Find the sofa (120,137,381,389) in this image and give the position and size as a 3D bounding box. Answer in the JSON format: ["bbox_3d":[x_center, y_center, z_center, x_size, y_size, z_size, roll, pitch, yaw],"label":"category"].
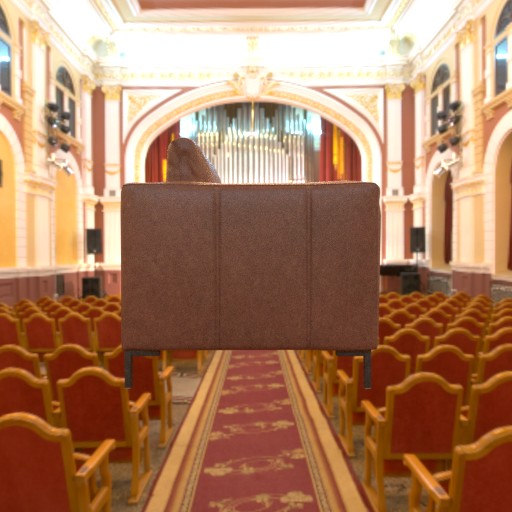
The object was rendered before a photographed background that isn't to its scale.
[{"bbox_3d":[0.000,0.000,2.330,0.899,0.883,1.797,0,0,0],"label":"sofa"}]
